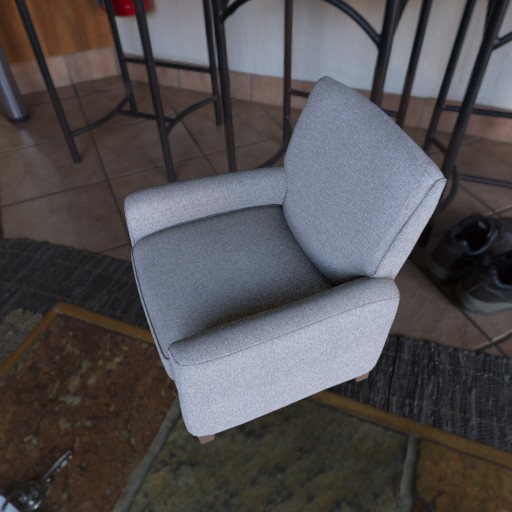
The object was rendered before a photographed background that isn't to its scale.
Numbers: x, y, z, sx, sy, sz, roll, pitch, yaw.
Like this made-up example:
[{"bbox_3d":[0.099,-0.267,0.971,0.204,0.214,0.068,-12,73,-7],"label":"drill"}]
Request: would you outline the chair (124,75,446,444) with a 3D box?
[{"bbox_3d":[0.000,0.000,1.621,0.864,1.014,0.848,-16,48,-15],"label":"chair"}]
